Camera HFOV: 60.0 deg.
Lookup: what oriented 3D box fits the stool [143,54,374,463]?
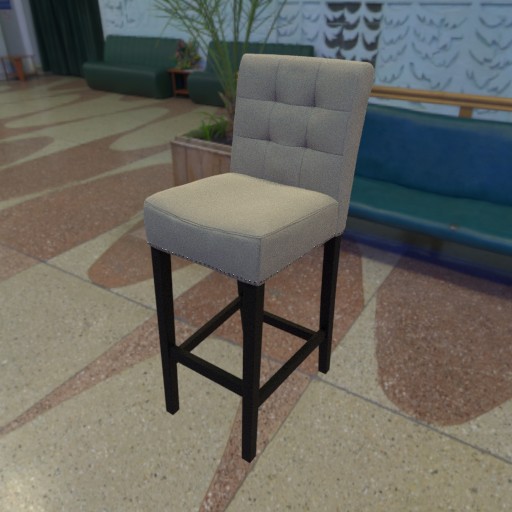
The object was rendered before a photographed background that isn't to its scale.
[{"bbox_3d":[0.000,0.000,1.320,0.411,1.047,0.548,19,35,29],"label":"stool"}]
